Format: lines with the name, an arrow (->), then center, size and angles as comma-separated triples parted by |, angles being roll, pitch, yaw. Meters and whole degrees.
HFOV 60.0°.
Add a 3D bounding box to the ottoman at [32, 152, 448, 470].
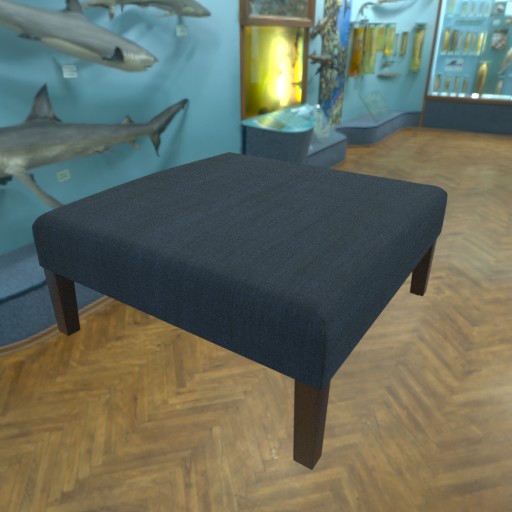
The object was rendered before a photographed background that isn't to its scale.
ottoman -> 0.000, 0.000, 1.371 | 0.889, 0.411, 0.890 | 17, 31, 30
